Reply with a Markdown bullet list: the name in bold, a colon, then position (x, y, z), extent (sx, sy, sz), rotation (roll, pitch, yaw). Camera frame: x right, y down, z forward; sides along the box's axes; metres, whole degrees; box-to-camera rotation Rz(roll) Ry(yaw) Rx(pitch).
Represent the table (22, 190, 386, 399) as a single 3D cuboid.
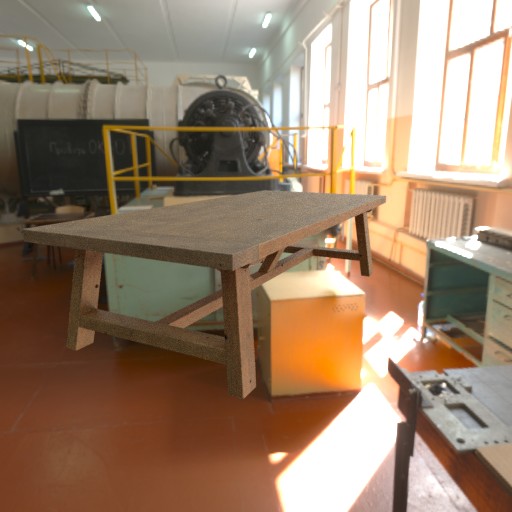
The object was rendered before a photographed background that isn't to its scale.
- **table**: position (0.000, 0.000, 2.126), extent (0.820, 0.465, 1.800), rotation (7, 15, 27)
